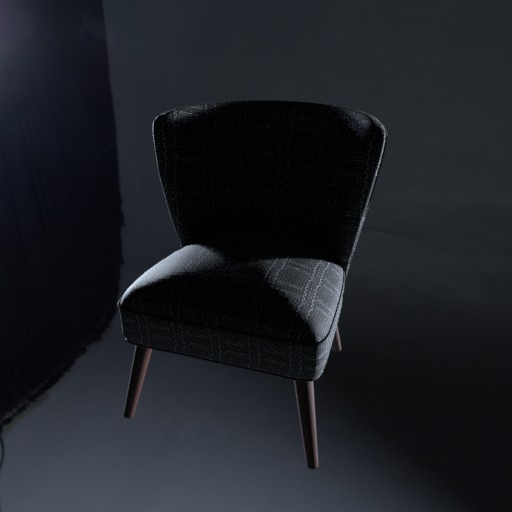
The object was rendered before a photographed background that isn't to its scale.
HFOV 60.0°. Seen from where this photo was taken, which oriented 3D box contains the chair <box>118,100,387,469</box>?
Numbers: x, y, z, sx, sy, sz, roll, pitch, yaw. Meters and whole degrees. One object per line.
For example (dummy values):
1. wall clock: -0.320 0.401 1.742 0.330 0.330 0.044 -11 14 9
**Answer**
1. chair: 0.000 0.000 1.416 0.710 0.866 0.758 8 27 16
